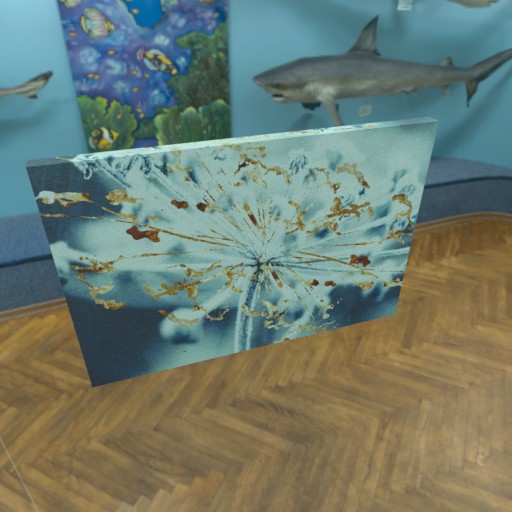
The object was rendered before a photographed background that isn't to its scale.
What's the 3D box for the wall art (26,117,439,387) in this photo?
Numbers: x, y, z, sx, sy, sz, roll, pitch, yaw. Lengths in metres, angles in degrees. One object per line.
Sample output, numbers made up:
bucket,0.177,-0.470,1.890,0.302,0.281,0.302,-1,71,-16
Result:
wall art,0.000,0.000,1.124,0.912,0.608,0.038,-10,35,-15
